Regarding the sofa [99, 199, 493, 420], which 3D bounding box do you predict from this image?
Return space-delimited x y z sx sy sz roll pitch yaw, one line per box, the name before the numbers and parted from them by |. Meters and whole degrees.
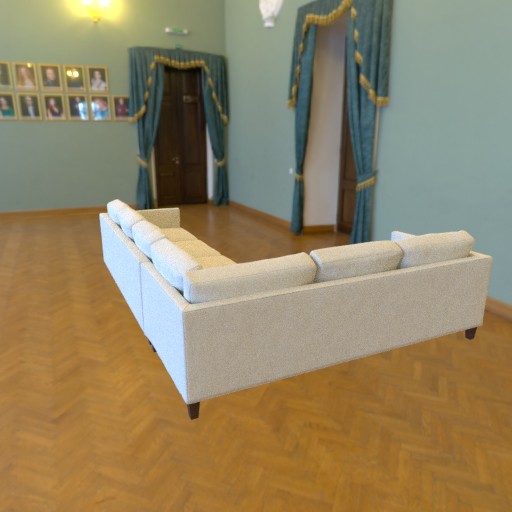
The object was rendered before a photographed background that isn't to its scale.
sofa | 0.000 0.000 4.246 2.432 0.863 3.182 -8 18 -25
